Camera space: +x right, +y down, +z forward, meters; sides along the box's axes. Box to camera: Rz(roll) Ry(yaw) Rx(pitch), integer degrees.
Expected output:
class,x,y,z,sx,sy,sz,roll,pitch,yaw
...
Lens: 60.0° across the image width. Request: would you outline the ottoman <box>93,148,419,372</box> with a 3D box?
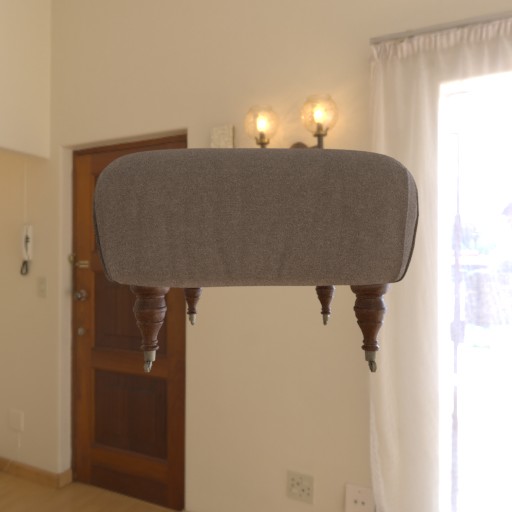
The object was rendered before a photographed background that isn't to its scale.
class,x,y,z,sx,sy,sz,roll,pitch,yaw
ottoman,0.000,0.000,1.149,0.622,0.450,0.747,0,0,0
